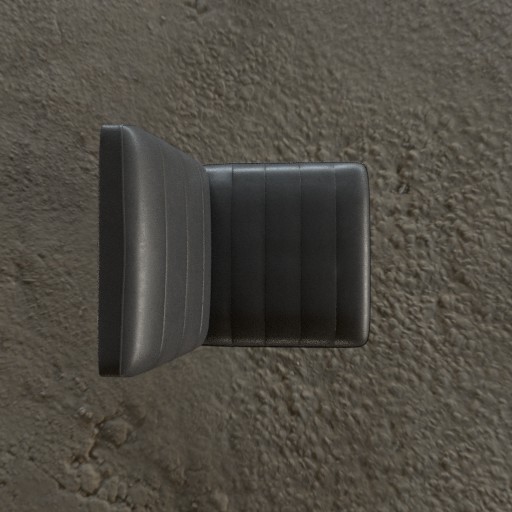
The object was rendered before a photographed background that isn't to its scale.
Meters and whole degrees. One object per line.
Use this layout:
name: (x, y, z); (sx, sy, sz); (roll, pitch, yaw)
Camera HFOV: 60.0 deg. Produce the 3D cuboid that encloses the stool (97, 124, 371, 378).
stool: (0.000, 0.000, 1.219); (0.552, 0.938, 0.457); (0, 89, 0)
